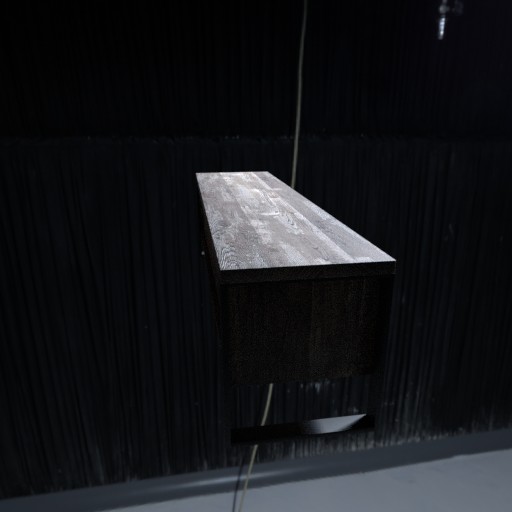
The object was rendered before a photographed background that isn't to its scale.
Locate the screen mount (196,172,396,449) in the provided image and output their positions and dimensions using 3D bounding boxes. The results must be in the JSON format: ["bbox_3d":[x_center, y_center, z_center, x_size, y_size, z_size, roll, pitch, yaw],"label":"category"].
[{"bbox_3d":[0.000,0.000,1.724,0.395,0.450,1.524,-3,18,-9],"label":"screen mount"}]
